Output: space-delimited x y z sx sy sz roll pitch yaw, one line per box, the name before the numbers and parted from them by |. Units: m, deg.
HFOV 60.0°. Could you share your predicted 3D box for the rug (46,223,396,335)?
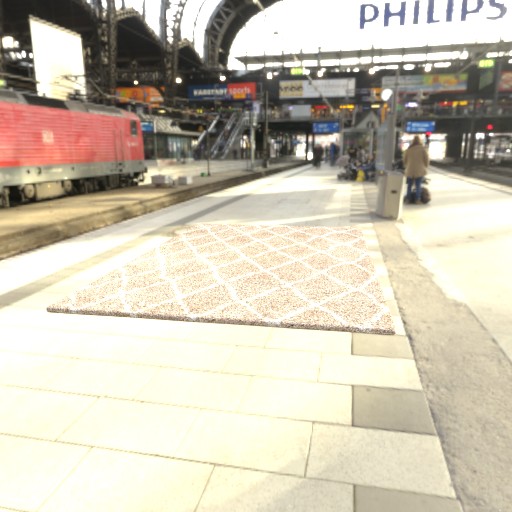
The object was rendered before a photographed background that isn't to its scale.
rug | 0.000 0.000 3.485 1.778 0.030 2.743 2 14 9
